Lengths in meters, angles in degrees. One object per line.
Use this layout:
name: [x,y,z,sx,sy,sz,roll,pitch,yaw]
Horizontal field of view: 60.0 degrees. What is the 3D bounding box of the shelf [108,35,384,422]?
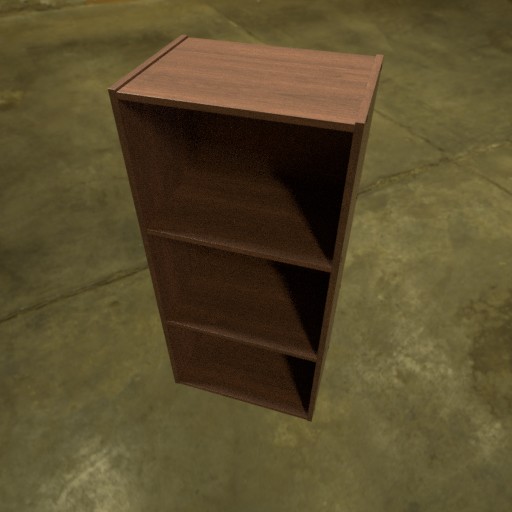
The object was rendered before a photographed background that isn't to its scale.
shelf: [0.000,0.000,1.069,0.414,0.879,0.290,12,44,13]
